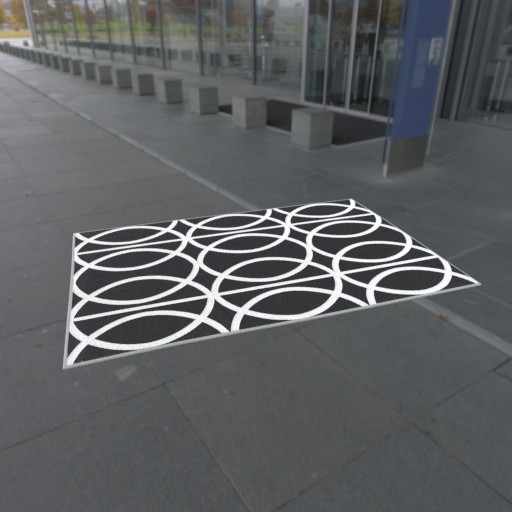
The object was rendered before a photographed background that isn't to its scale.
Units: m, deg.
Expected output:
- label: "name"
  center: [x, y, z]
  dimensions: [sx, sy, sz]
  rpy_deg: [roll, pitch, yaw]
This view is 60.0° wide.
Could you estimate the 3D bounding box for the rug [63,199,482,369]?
- label: "rug"
  center: [0.000, 0.000, 2.901]
  dimensions: [2.290, 0.014, 1.526]
  rpy_deg: [-9, 29, -16]
